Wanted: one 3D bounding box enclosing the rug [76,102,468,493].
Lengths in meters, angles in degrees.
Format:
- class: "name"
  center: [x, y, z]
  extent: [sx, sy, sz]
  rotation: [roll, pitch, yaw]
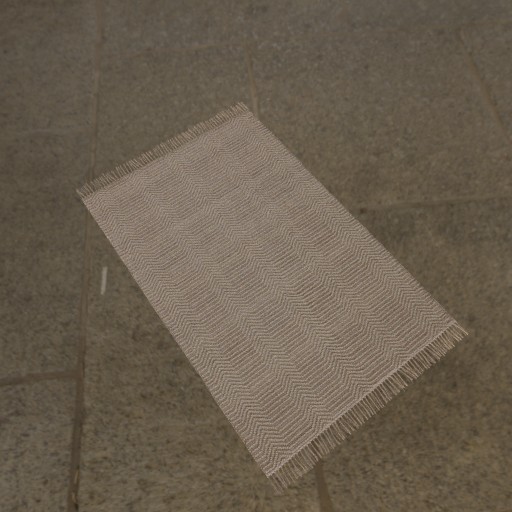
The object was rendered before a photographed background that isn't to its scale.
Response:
- class: "rug"
  center: [0.000, 0.000, 3.068]
  extent: [1.528, 0.034, 2.523]
  rotation: [-33, 68, -16]
